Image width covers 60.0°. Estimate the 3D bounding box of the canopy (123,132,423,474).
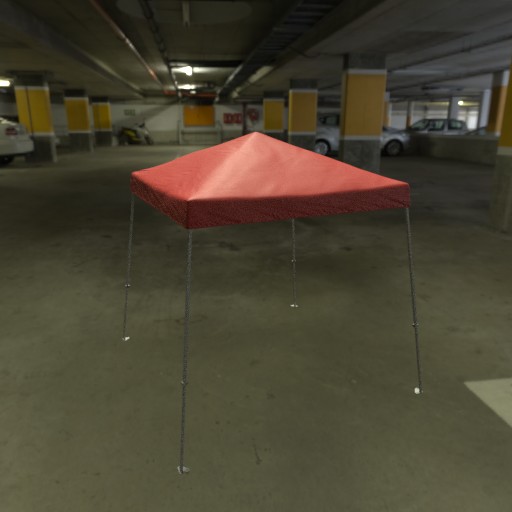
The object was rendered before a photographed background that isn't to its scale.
[{"bbox_3d":[0.000,0.000,5.284,2.848,2.849,2.849,-8,18,-25],"label":"canopy"}]
